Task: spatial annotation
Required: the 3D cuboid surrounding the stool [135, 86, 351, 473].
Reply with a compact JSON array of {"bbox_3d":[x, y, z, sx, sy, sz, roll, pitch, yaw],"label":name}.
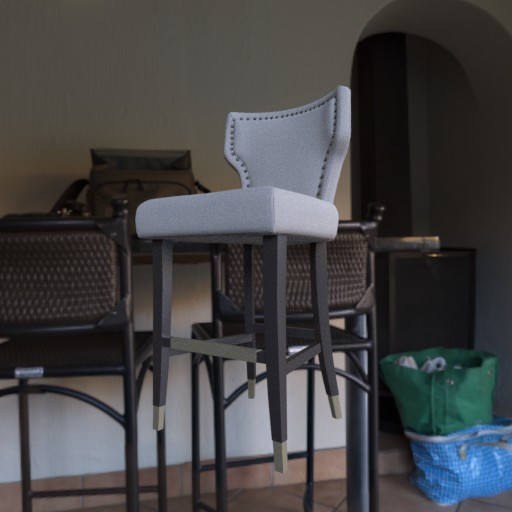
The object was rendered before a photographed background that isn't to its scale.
[{"bbox_3d":[0.000,0.000,1.425,0.526,1.092,0.563,0,0,36],"label":"stool"}]
